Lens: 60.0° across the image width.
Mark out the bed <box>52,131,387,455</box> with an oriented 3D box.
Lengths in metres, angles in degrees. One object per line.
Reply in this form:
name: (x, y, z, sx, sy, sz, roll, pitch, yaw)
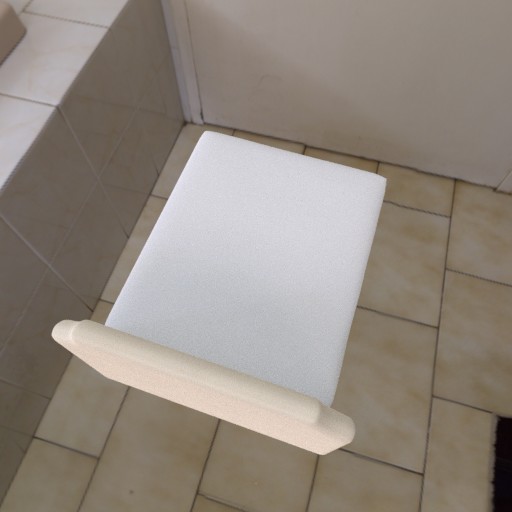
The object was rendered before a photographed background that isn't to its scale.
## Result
bed: (0.000, 0.000, 3.307, 1.827, 1.296, 2.209, 17, 64, 8)
